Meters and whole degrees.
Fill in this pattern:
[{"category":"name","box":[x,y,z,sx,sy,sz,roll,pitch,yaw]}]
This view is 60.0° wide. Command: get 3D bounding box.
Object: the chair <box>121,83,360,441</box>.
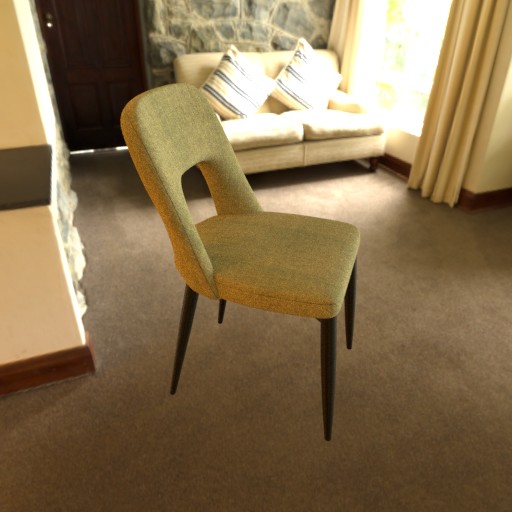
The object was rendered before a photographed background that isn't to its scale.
[{"category":"chair","box":[0.000,0.000,1.335,0.612,0.931,0.470,10,32,16]}]
